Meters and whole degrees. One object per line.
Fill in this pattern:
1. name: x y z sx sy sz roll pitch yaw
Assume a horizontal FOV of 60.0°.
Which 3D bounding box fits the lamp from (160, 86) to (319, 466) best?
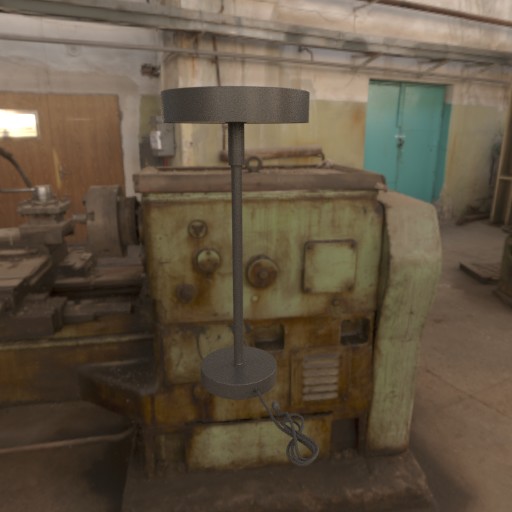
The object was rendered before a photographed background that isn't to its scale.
1. lamp: 0.000 0.000 0.695 0.229 0.508 0.369 -8 18 -26
